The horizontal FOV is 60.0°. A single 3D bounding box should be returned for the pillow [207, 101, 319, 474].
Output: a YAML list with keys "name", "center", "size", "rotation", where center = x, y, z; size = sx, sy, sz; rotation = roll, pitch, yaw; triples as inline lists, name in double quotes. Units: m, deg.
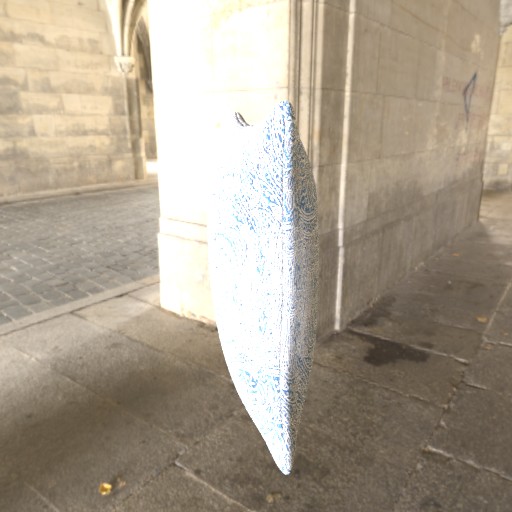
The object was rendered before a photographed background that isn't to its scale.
- name: "pillow"
  center: [0.000, 0.000, 0.804]
  size: [0.166, 0.510, 0.523]
  rotation: [-3, 17, -8]
